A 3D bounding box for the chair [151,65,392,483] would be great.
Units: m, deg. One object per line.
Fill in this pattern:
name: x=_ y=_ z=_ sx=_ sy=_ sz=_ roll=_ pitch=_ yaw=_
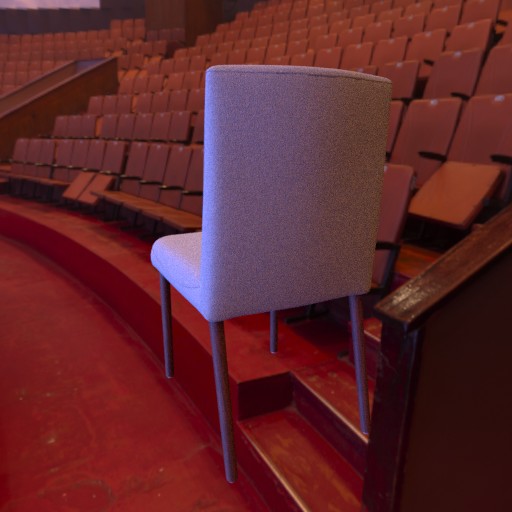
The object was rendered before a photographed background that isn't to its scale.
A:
chair: x=0.000 y=0.000 z=1.176 sx=0.456 sy=0.859 sz=0.570 roll=-7 pitch=16 yaw=-25
